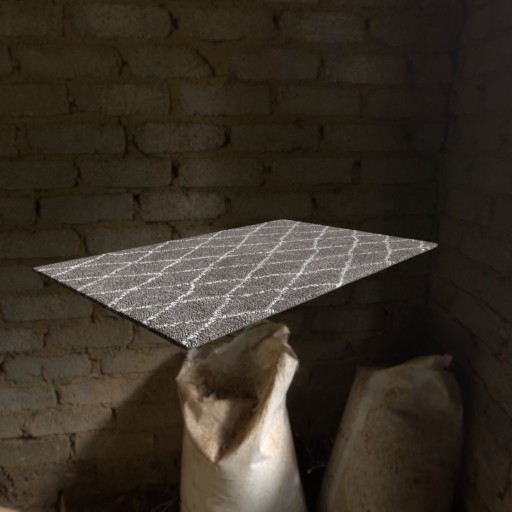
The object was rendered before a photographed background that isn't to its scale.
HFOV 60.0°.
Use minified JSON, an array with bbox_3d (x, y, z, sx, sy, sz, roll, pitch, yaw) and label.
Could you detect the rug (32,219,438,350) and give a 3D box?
[{"bbox_3d":[0.000,0.000,3.497,1.778,0.030,2.743,14,20,42],"label":"rug"}]
